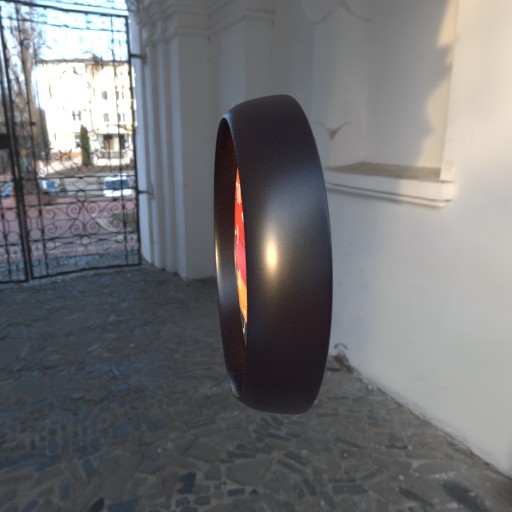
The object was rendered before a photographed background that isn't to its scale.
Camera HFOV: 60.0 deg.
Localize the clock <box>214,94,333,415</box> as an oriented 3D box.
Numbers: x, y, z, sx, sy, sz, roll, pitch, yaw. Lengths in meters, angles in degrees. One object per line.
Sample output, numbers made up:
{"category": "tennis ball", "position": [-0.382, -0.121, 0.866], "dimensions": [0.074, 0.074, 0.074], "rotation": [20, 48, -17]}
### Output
{"category": "clock", "position": [0.000, 0.000, 0.437], "dimensions": [0.060, 0.300, 0.300], "rotation": [-3, 16, -10]}
